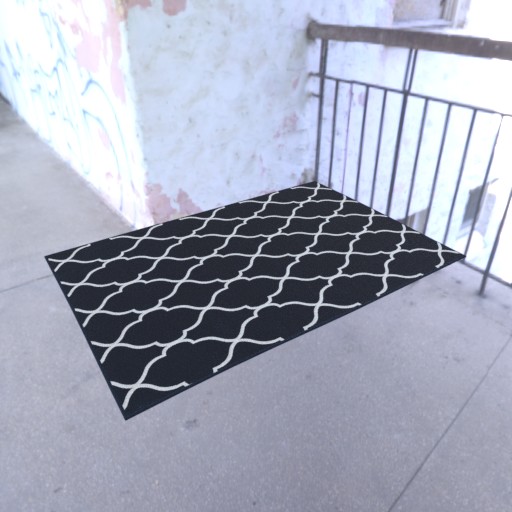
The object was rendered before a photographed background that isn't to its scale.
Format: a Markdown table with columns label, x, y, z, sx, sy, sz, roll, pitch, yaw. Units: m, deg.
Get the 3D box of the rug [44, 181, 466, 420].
| label | x | y | z | sx | sy | sz | roll | pitch | yaw |
| --- | --- | --- | --- | --- | --- | --- | --- | --- | --- |
| rug | 0.000 | 0.000 | 2.874 | 2.290 | 0.014 | 1.526 | -19 | 37 | -28 |
